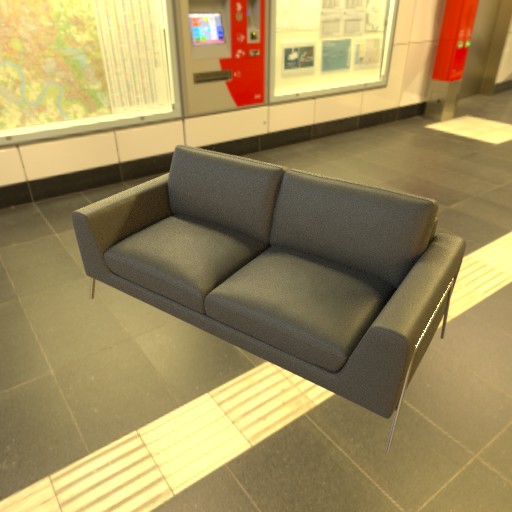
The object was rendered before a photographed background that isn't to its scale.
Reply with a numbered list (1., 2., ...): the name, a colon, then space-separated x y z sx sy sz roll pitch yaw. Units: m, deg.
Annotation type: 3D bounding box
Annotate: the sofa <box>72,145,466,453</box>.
1. sofa: 0.000 0.000 2.518 2.017 0.875 0.953 19 35 29
